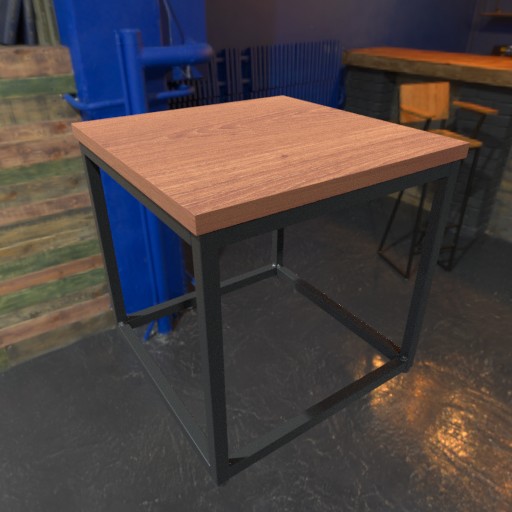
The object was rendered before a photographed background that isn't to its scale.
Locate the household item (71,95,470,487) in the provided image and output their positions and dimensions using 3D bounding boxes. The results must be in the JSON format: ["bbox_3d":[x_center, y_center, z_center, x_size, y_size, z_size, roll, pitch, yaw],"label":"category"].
[{"bbox_3d":[0.000,0.000,0.720,0.400,0.400,0.400,-19,35,-29],"label":"household item"}]
